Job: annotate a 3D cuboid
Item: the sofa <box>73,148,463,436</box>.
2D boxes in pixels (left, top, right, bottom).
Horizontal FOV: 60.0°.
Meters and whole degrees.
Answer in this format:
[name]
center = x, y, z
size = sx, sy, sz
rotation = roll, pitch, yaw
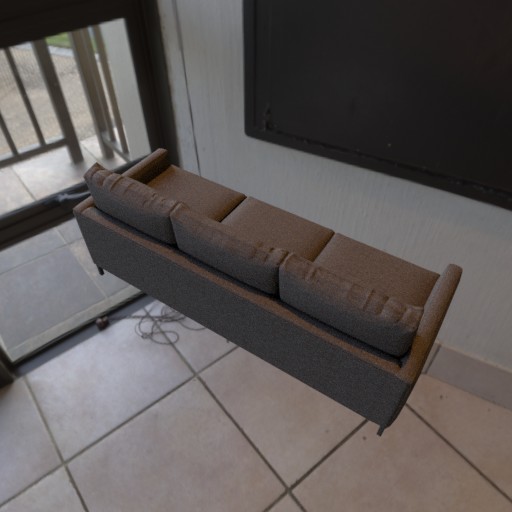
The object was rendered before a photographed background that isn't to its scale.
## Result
[sofa]
center = 0.000, 0.000, 2.767
size = 2.253, 0.882, 0.876
rotation = 25, 51, 22
